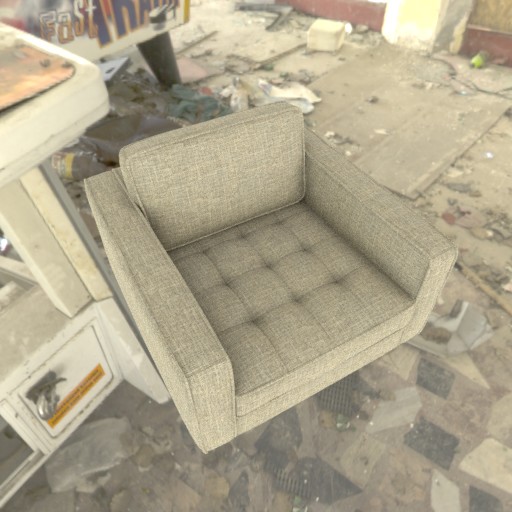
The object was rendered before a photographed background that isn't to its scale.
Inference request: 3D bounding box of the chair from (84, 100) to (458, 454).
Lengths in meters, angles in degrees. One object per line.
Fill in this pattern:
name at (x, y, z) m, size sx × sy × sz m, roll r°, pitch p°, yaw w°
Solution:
chair at (0.000, 0.000, 1.540) m, size 0.889 × 0.765 × 0.914 m, roll -22°, pitch 50°, yaw -20°
